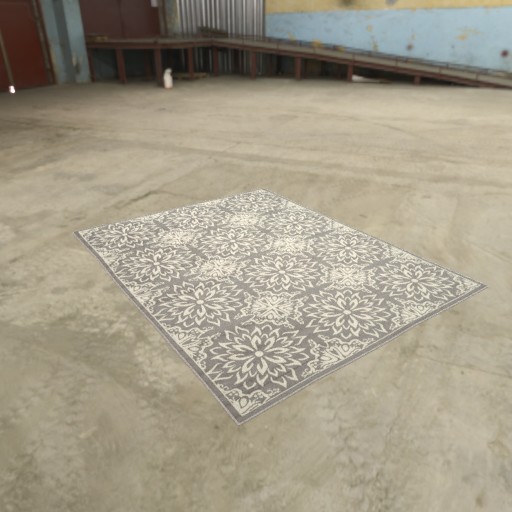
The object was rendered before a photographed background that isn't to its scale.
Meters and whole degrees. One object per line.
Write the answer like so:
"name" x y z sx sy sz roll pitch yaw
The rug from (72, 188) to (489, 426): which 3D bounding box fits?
"rug" 0.000 0.000 3.936 2.363 0.012 2.980 -18 32 -31
